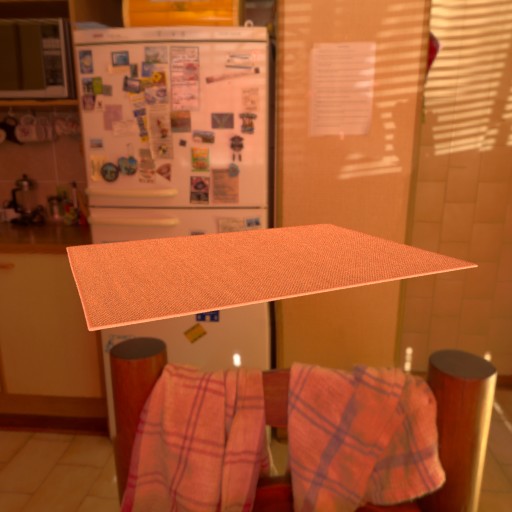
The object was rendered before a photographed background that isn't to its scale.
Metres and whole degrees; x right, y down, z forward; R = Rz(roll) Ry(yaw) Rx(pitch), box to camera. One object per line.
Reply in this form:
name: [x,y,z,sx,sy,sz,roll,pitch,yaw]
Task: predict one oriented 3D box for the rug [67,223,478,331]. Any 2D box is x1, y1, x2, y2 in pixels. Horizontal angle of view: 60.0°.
rug: [0.000,0.000,2.787,2.134,0.013,1.524,-7,16,-25]
